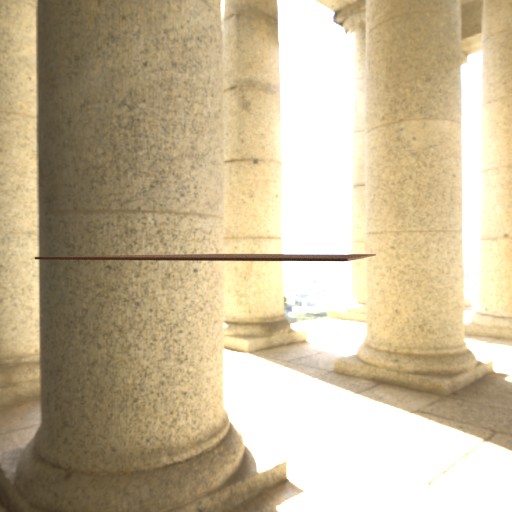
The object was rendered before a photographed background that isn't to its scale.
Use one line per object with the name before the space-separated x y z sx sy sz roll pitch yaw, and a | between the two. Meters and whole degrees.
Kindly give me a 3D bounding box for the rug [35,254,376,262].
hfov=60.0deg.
rug | 0.000 0.000 3.113 1.524 0.014 2.438 0 1 18
